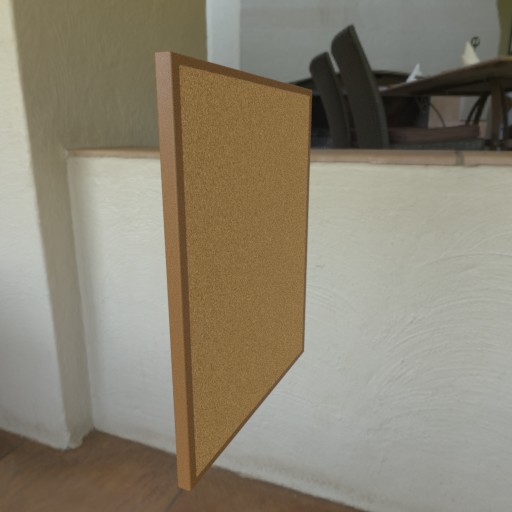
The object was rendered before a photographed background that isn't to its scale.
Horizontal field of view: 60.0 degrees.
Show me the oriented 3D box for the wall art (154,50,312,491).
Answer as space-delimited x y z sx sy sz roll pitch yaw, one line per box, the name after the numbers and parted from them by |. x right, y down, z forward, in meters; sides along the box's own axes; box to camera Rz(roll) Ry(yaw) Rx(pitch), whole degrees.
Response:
0.000 0.000 0.727 0.021 0.550 0.449 7 17 25 | wall art
